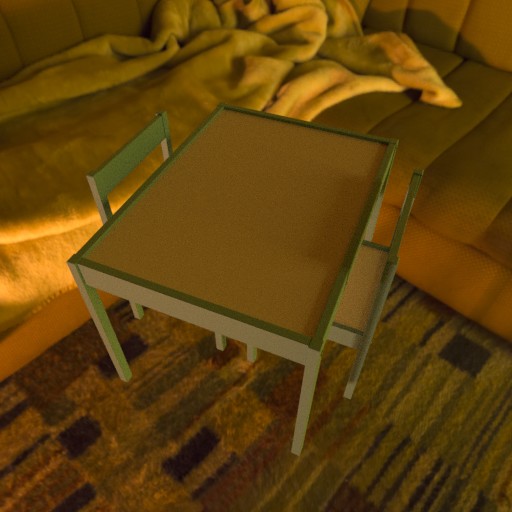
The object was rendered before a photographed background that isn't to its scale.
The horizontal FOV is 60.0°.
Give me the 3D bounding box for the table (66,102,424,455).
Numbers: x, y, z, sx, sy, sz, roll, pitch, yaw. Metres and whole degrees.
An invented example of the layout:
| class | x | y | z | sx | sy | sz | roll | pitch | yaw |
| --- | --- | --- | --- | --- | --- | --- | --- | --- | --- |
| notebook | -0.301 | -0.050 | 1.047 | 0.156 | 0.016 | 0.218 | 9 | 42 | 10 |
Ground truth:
| class | x | y | z | sx | sy | sz | roll | pitch | yaw |
| --- | --- | --- | --- | --- | --- | --- | --- | --- | --- |
| table | 0.000 | 0.000 | 1.089 | 0.633 | 0.503 | 0.639 | 17 | 49 | 15 |
